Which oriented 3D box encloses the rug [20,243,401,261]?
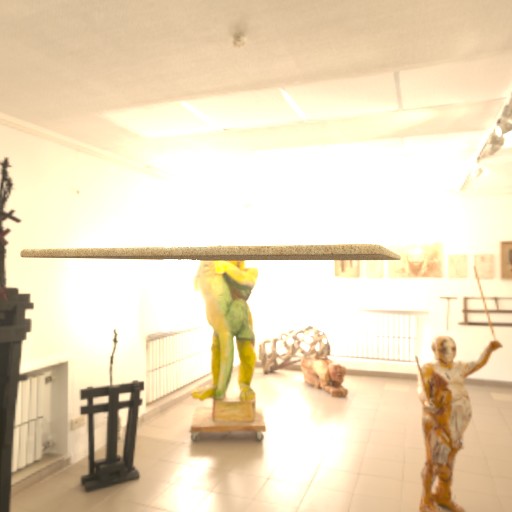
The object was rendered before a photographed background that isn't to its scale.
[{"bbox_3d":[0.000,0.000,3.343,2.009,0.048,2.528,0,-1,20],"label":"rug"}]
